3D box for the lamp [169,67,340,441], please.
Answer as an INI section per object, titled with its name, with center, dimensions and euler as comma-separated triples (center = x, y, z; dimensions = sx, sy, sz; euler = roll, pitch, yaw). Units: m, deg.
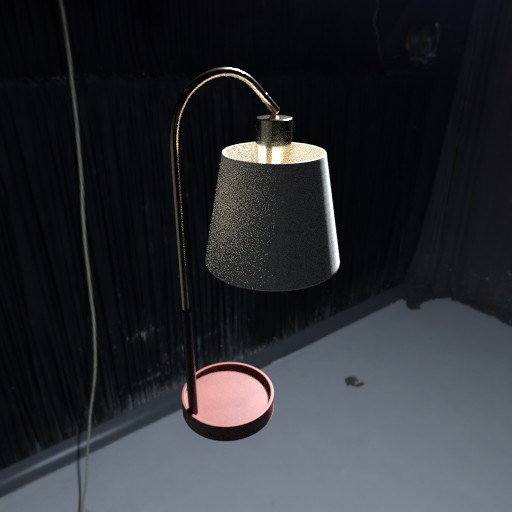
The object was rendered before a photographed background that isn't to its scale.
[lamp]
center = 0.000, 0.000, 0.681
dimensions = 0.273, 0.536, 0.211
euler = -17, 30, -32
